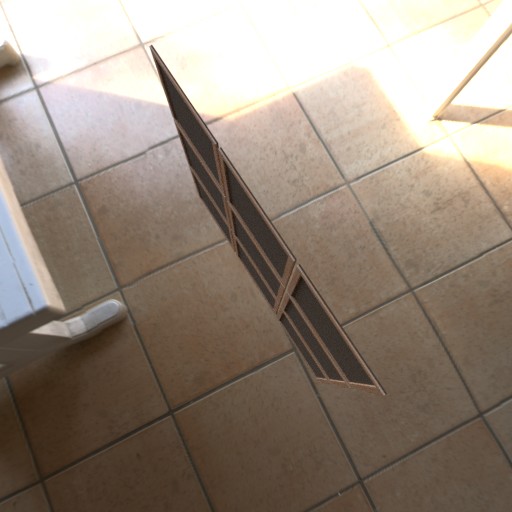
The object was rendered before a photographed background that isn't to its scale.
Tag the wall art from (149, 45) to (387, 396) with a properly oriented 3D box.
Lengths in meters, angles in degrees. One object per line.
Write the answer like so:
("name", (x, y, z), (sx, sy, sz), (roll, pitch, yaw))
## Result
("wall art", (0.000, 0.000, 2.284), (0.013, 1.525, 1.520), (-31, 78, -8))
